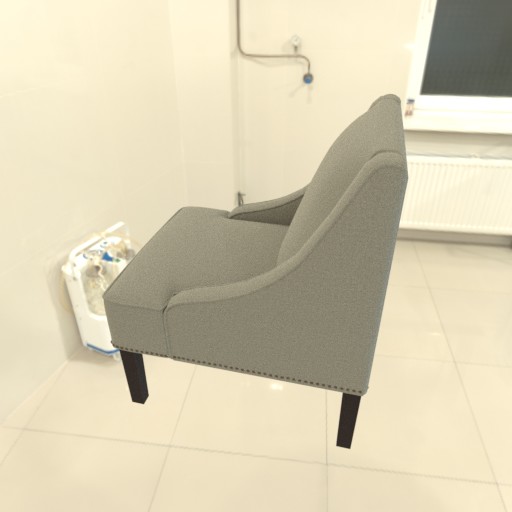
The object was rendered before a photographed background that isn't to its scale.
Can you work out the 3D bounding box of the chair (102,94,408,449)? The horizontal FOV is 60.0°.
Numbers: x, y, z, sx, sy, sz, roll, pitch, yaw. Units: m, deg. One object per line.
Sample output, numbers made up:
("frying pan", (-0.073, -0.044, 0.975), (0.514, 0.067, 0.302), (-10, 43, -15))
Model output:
("chair", (0.000, 0.000, 1.351), (0.737, 0.864, 0.610), (8, 33, 12))
